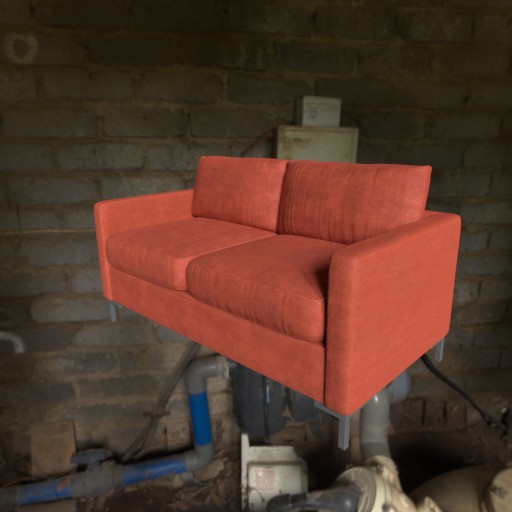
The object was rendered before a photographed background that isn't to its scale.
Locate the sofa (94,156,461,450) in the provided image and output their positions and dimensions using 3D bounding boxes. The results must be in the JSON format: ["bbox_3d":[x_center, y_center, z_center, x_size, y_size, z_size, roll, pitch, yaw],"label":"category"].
[{"bbox_3d":[0.000,0.000,2.113,1.574,0.896,0.864,15,22,41],"label":"sofa"}]
